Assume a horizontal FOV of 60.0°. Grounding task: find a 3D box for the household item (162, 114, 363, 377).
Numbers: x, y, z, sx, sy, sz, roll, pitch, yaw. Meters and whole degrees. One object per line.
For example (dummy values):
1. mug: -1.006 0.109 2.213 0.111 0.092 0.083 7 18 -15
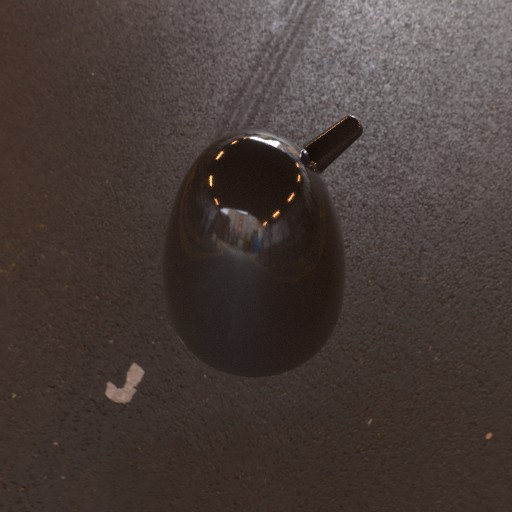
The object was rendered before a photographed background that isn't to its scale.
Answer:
1. household item: 0.000 0.000 0.228 0.104 0.152 0.102 -28 63 -16
